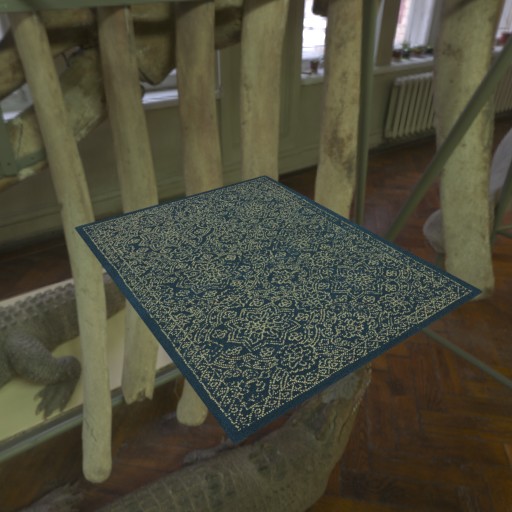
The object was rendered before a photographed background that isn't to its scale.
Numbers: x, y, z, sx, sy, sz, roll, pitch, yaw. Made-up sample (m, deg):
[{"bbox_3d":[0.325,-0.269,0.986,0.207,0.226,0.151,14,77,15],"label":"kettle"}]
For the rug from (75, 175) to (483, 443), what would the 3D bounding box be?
[{"bbox_3d":[0.000,0.000,4.108,2.438,0.010,3.048,-21,38,-29],"label":"rug"}]
